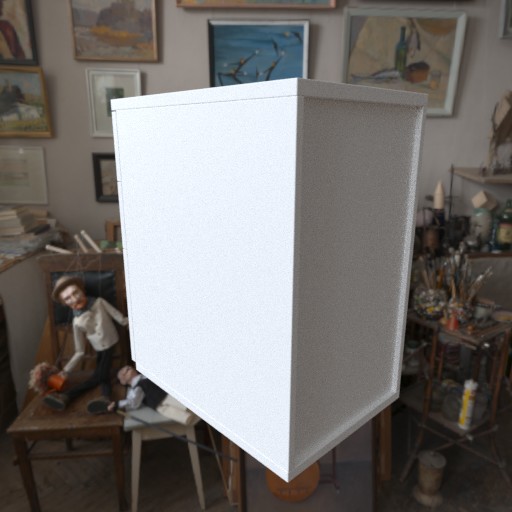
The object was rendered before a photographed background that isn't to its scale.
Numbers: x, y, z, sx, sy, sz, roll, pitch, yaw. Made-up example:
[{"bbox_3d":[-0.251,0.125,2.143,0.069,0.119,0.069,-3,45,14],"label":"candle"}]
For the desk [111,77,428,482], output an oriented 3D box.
[{"bbox_3d":[0.000,0.000,1.079,0.404,0.730,0.600,-14,21,-41],"label":"desk"}]
